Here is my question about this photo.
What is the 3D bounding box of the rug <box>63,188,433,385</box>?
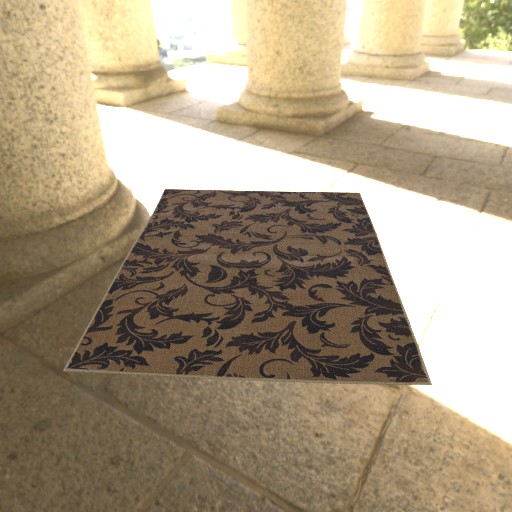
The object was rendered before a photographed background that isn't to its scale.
[{"bbox_3d":[0.000,0.000,4.079,2.380,0.008,2.977,1,32,2],"label":"rug"}]
